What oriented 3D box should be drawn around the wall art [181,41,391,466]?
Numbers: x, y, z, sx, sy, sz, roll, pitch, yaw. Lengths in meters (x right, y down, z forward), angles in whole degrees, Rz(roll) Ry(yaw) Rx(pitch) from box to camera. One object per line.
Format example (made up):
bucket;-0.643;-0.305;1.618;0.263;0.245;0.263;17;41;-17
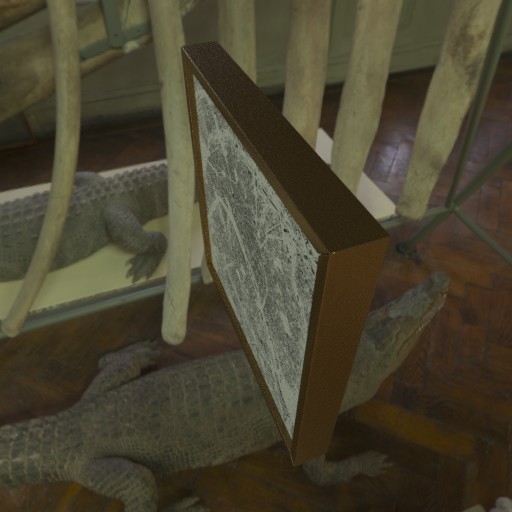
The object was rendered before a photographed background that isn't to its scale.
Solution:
wall art;0.000;0.000;0.442;0.037;0.305;0.305;-16;47;-15
